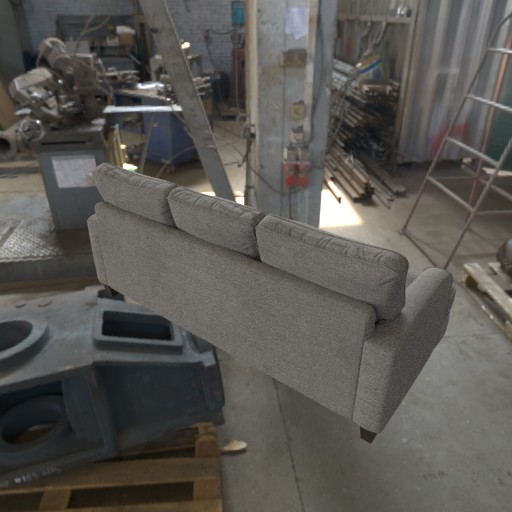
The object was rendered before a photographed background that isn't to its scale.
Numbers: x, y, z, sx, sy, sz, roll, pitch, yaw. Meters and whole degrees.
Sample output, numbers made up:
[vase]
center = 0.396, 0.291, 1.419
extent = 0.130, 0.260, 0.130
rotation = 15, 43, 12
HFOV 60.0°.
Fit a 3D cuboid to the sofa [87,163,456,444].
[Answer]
[sofa]
center = 0.000, 0.000, 2.712
extent = 2.158, 0.965, 0.951
rotation = 21, 35, 33
